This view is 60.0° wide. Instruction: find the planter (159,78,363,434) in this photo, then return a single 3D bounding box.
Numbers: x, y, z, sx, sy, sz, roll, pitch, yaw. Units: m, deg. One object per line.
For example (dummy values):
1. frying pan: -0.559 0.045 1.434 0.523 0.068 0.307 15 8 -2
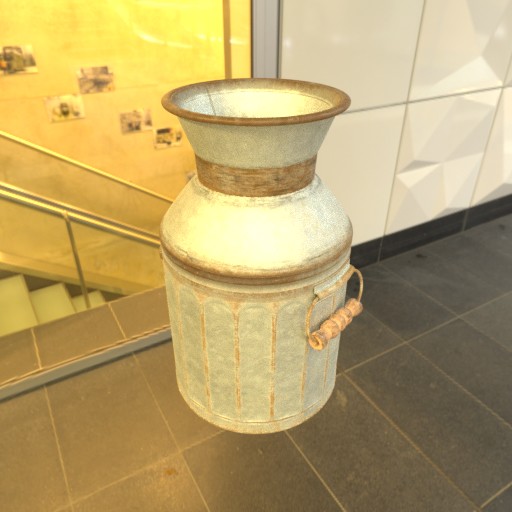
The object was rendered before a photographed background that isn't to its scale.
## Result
1. planter: 0.000 0.000 0.512 0.248 0.358 0.215 24 39 33
